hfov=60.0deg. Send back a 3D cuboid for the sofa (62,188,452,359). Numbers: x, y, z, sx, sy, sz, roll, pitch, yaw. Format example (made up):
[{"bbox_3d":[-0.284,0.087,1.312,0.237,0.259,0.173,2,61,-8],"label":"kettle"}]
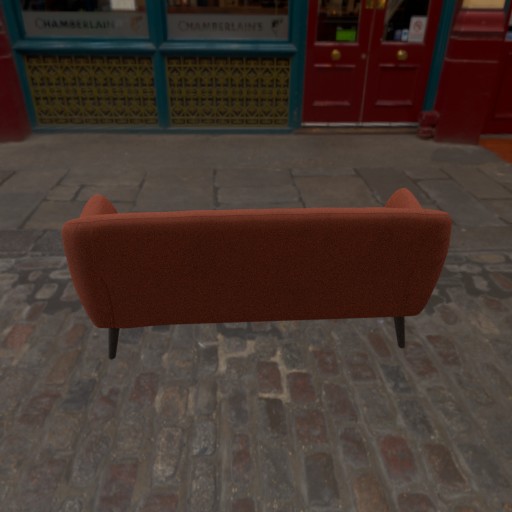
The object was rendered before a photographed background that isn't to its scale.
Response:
[{"bbox_3d":[0.000,0.000,2.326,1.840,0.836,0.820,-2,29,-3],"label":"sofa"}]
